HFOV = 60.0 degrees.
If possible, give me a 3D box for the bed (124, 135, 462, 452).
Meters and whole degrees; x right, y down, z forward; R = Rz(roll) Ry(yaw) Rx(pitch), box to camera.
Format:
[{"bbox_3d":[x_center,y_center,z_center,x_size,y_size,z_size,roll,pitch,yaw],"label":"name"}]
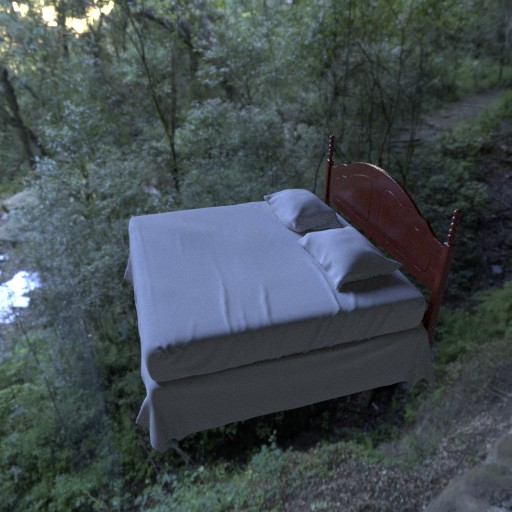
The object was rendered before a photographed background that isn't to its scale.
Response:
[{"bbox_3d":[0.000,0.000,3.666,2.219,1.355,2.322,-9,31,-14],"label":"bed"}]
